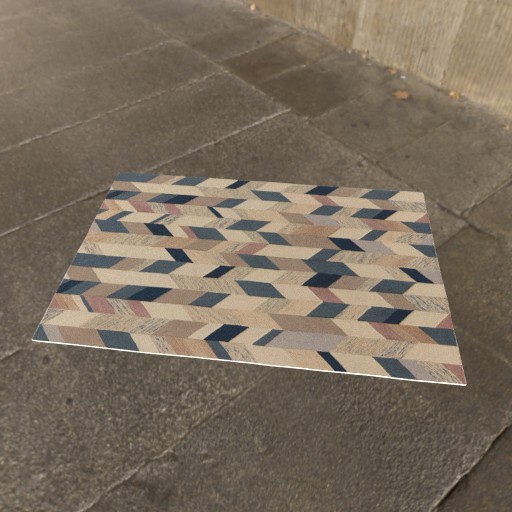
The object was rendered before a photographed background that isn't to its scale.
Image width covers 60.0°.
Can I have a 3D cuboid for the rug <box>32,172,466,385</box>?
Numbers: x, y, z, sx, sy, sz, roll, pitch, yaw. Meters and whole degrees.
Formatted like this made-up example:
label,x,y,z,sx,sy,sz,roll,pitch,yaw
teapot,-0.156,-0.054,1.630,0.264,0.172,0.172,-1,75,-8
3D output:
label,x,y,z,sx,sy,sz,roll,pitch,yaw
rug,0.000,0.000,2.227,1.813,0.006,1.202,5,48,4
